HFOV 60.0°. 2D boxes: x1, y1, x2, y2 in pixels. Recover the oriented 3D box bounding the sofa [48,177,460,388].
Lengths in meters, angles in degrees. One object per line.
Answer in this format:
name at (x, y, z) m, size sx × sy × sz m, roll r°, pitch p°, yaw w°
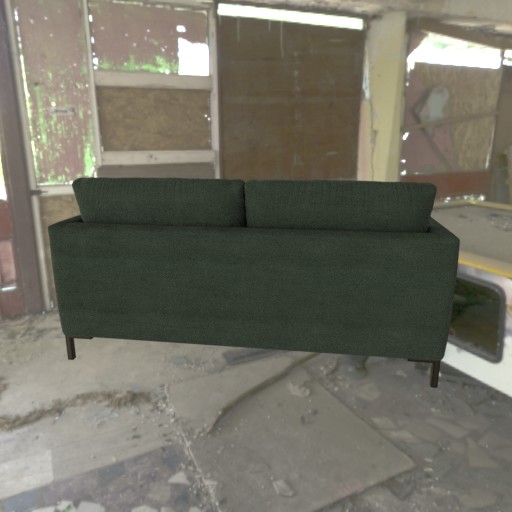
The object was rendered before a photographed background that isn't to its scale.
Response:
sofa at (0.000, 0.000, 2.202) m, size 1.676 × 0.817 × 0.875 m, roll 2°, pitch 15°, yaw 8°
